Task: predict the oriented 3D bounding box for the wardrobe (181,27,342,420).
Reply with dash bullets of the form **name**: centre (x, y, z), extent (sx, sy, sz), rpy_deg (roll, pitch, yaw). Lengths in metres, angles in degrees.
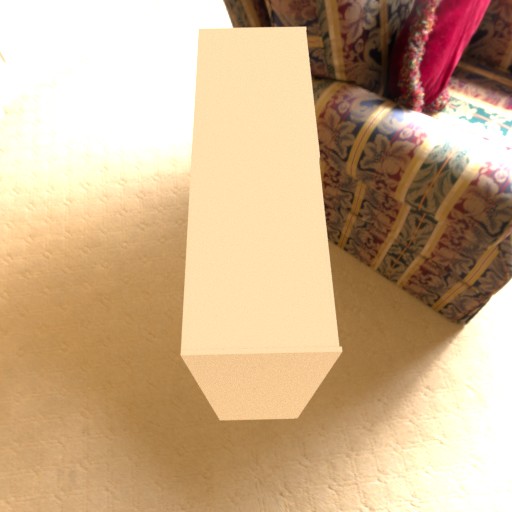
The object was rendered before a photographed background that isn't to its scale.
- **wardrobe**: centre (0.000, 0.000, 2.958), extent (0.600, 2.020, 1.830), rpy_deg (-1, 63, -1)
